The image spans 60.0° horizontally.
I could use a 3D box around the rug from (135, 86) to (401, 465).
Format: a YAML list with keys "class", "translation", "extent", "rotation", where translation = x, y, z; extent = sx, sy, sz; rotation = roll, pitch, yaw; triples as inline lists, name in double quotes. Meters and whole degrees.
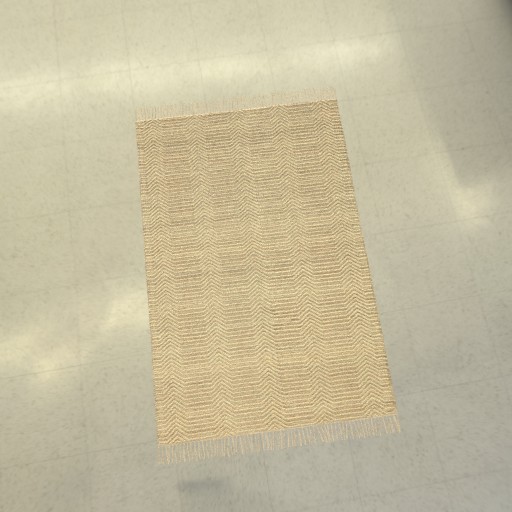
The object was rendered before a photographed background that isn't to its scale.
- class: "rug"
  translation: [0.000, 0.000, 3.063]
  extent: [1.528, 0.034, 2.523]
  rotation: [-7, 76, -2]
